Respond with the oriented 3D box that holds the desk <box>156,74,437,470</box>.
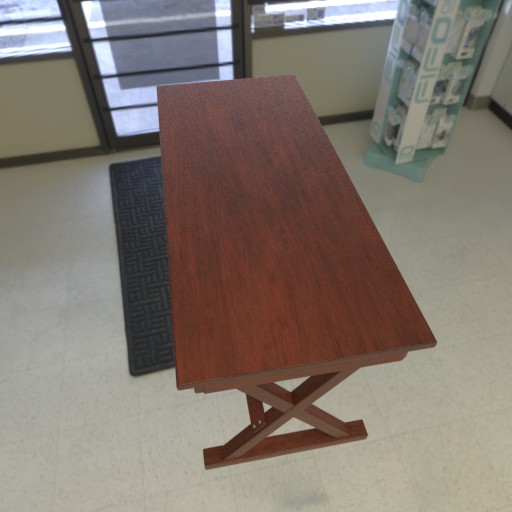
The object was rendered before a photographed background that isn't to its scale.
[{"bbox_3d":[0.000,0.000,1.718,0.600,0.761,1.372,-8,48,-7],"label":"desk"}]
